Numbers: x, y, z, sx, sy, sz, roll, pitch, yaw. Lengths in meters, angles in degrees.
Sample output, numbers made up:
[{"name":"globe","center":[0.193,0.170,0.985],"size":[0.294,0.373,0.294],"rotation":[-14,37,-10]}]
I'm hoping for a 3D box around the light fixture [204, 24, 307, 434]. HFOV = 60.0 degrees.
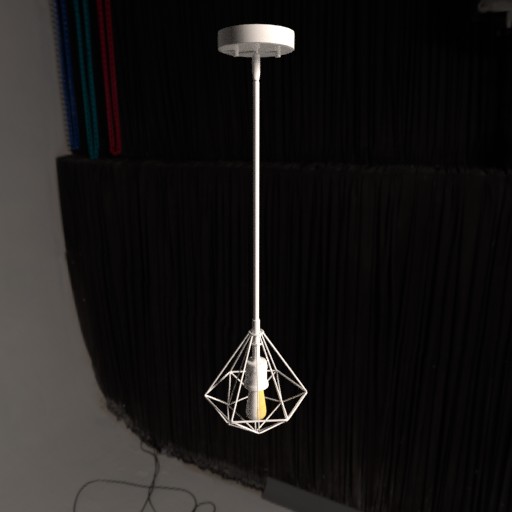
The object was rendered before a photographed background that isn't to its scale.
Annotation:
[{"name":"light fixture","center":[0.000,0.000,1.927],"size":[0.431,1.764,0.487],"rotation":[7,16,25]}]
